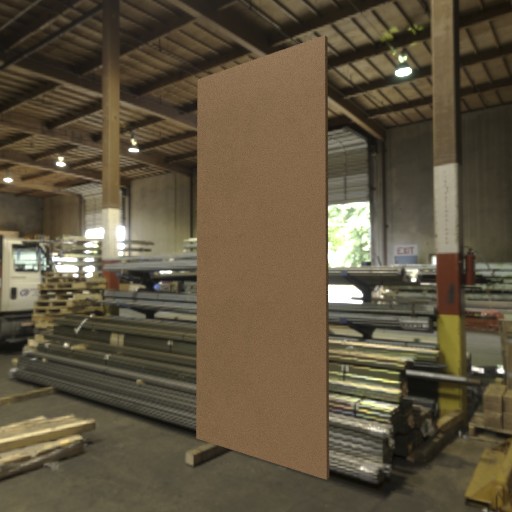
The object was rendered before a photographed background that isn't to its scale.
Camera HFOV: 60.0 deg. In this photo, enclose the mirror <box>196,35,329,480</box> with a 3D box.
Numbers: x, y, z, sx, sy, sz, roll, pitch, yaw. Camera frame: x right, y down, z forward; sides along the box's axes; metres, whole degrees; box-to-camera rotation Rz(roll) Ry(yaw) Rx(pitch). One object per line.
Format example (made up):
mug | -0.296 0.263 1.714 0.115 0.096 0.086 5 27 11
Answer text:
mirror | 0.000 0.000 2.277 0.812 2.031 0.026 -1 -2 37
